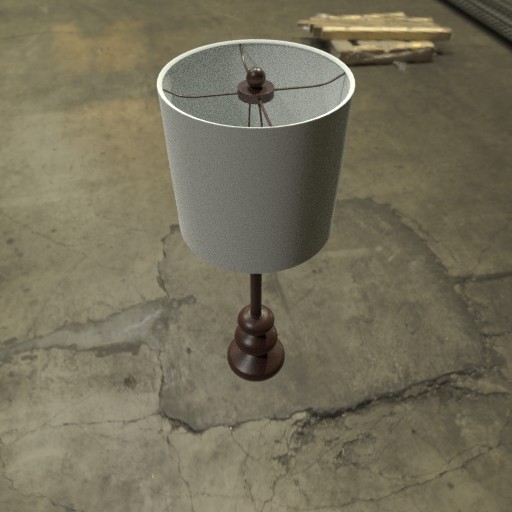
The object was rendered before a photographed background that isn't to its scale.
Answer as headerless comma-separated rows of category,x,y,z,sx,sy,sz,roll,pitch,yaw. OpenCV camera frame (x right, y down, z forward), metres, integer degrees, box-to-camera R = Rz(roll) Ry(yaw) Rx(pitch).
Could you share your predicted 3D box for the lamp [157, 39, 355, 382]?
lamp,0.000,0.000,0.811,0.254,0.690,0.254,-8,47,-8
